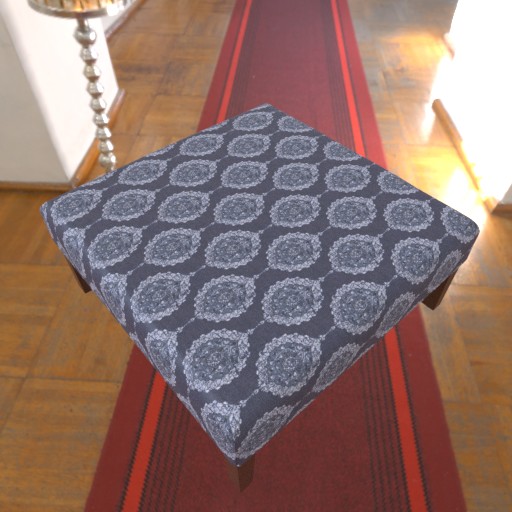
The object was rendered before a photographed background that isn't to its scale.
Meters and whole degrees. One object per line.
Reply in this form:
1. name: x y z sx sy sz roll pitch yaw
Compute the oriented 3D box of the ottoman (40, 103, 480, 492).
1. ottoman: 0.000 0.000 1.356 0.890 0.409 0.889 -33 55 -27
